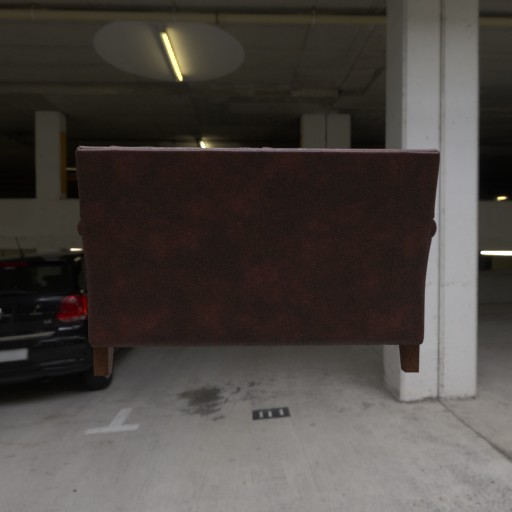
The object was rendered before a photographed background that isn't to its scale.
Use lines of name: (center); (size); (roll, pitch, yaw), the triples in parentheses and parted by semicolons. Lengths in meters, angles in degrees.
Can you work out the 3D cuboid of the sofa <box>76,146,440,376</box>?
sofa: (0.000, 0.000, 2.382); (1.628, 1.070, 1.148); (0, 1, -2)
